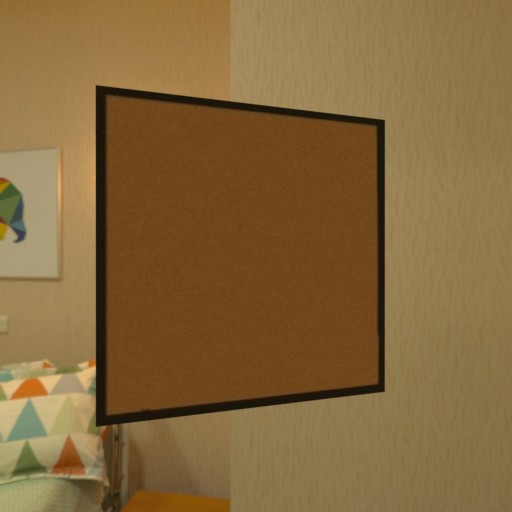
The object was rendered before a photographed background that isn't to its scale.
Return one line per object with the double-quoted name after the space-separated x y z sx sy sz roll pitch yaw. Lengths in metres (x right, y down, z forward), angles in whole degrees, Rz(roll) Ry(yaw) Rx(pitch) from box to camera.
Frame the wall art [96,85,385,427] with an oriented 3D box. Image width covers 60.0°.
0.000 0.000 1.211 0.823 0.823 0.013 0 0 -19 "wall art"
